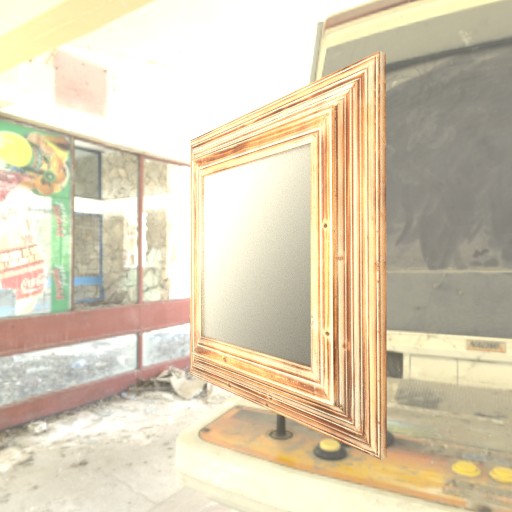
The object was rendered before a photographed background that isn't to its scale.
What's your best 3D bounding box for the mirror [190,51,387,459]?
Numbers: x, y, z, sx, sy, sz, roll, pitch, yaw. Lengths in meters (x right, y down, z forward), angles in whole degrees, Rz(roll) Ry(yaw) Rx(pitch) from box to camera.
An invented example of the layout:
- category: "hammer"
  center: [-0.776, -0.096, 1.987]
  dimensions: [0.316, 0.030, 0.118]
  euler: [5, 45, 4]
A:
- category: "mirror"
  center: [0.000, 0.000, 1.192]
  dimensions: [0.061, 0.804, 0.804]
  euler: [0, -1, -36]
